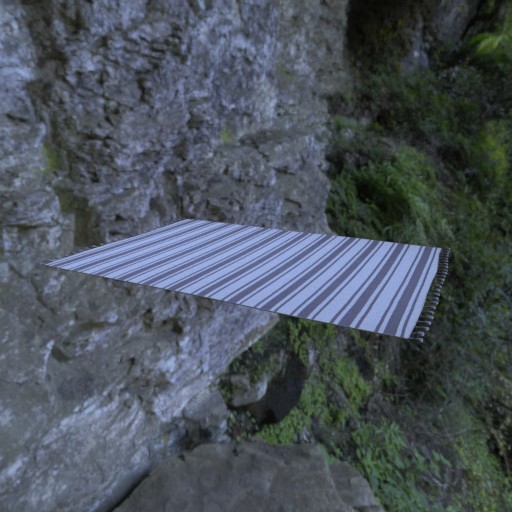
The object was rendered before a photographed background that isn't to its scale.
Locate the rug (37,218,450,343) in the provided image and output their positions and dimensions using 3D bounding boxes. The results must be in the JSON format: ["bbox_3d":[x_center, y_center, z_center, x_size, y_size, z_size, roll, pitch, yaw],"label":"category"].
[{"bbox_3d":[0.000,0.000,3.852,3.040,0.017,2.030,8,19,26],"label":"rug"}]
